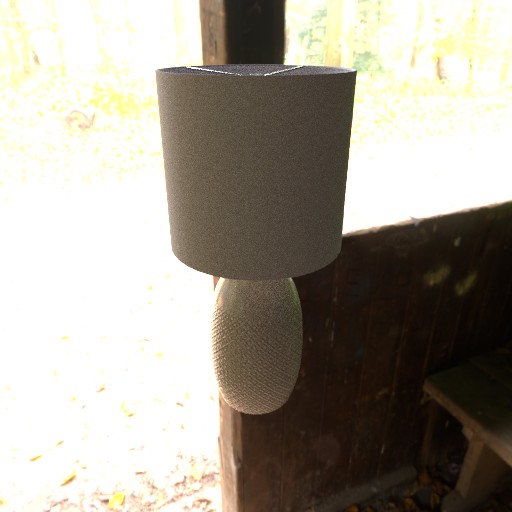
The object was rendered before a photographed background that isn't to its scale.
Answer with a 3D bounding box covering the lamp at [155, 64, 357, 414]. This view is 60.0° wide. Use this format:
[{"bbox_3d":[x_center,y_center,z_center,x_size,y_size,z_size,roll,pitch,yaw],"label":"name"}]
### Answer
[{"bbox_3d":[0.000,0.000,0.581,0.217,0.453,0.217,18,31,32],"label":"lamp"}]
